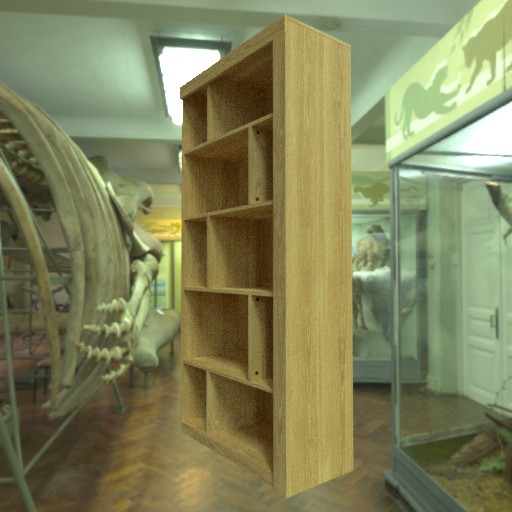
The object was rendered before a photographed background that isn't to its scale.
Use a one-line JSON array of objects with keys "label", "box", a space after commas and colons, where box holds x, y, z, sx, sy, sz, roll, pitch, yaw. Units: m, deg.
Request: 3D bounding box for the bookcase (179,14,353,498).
[{"label": "bookcase", "box": [0.000, 0.000, 2.351, 0.420, 2.020, 0.950, 1, -2, -38]}]
